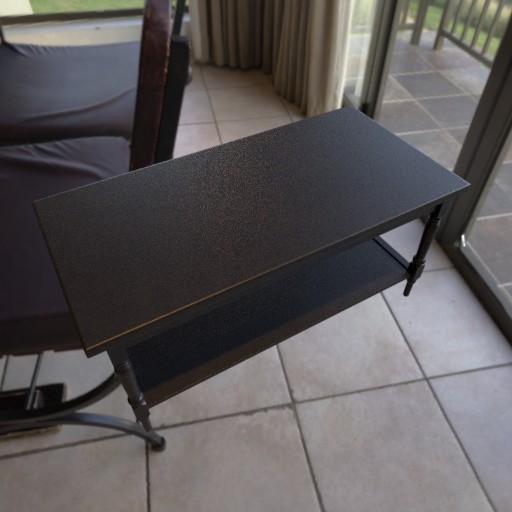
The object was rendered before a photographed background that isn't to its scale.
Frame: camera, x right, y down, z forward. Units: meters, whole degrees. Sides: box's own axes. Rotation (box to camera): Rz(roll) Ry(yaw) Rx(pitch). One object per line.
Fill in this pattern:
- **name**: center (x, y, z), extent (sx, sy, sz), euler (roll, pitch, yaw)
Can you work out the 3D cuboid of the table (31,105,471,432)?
- **table**: center (0.000, 0.000, 1.423), extent (1.107, 0.510, 0.550), euler (-23, 50, -20)
